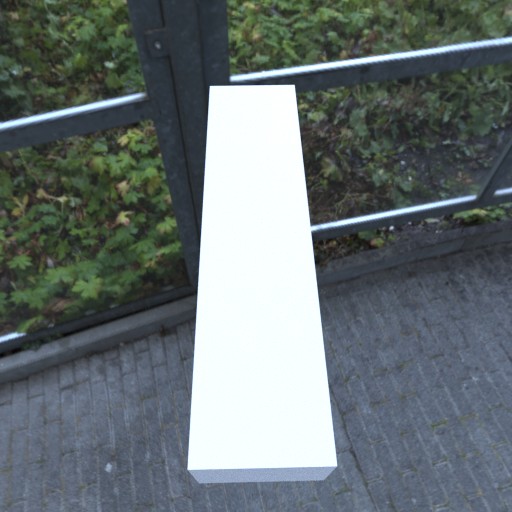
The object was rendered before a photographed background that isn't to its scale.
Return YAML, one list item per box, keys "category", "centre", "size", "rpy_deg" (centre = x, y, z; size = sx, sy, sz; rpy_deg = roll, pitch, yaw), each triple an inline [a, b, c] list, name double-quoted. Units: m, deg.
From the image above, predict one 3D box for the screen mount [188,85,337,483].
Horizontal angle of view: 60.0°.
- category: "screen mount"
  centre: [0.000, 0.000, 1.815]
  size: [0.399, 0.432, 1.644]
  rpy_deg: [-1, 56, -1]
